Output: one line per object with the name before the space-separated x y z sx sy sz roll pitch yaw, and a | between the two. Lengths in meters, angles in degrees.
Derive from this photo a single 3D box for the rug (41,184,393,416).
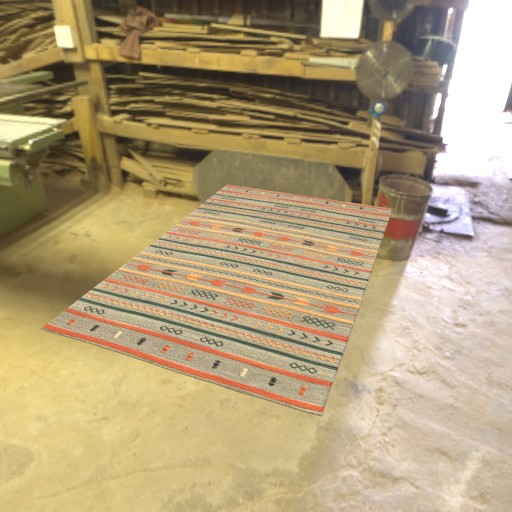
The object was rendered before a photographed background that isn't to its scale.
rug | 0.000 0.000 2.401 1.220 0.017 1.835 11 32 19
